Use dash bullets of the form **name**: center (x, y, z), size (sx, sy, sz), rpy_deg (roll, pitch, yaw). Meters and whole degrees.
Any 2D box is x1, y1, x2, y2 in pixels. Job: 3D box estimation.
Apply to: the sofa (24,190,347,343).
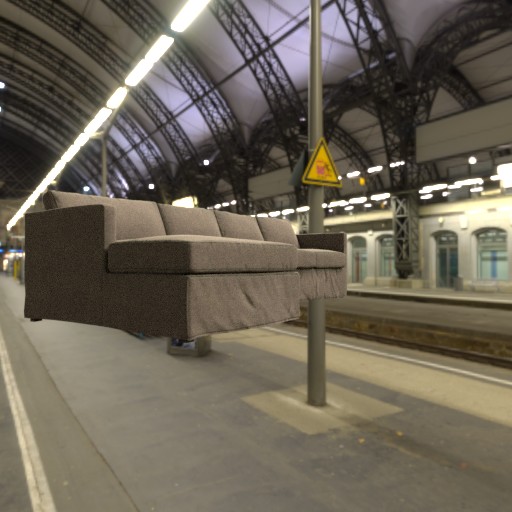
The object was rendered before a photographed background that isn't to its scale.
- **sofa**: center (0.000, 0.000, 3.810), size (1.650, 0.922, 3.205), rpy_deg (-1, -1, 37)
